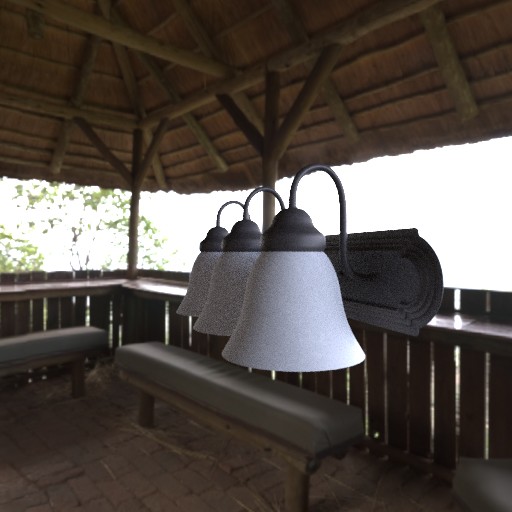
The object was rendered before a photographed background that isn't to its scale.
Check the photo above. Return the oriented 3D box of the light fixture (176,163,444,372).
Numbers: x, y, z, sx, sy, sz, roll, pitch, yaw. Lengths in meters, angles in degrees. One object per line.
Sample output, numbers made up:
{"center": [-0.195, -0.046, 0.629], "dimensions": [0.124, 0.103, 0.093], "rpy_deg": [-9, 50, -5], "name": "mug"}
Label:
{"center": [0.000, 0.000, 0.703], "dimensions": [0.199, 0.222, 0.610], "rpy_deg": [0, 0, -18], "name": "light fixture"}
